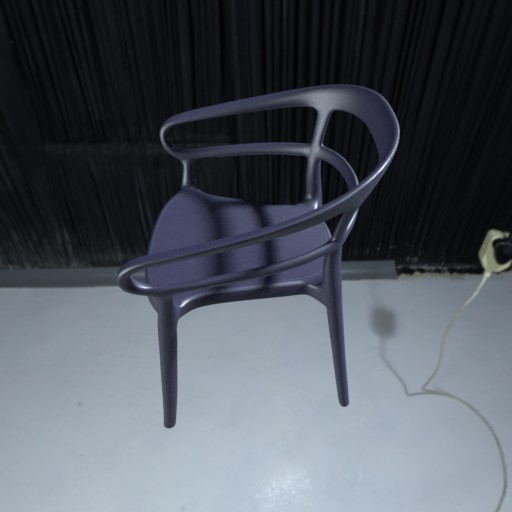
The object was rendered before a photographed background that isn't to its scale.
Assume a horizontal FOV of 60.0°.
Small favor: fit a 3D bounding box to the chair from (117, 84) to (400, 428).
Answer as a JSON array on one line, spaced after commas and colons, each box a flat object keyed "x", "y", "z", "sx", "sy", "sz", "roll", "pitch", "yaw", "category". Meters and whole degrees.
[{"x": 0.000, "y": 0.000, "z": 1.108, "sx": 0.527, "sy": 0.761, "sz": 0.559, "roll": -1, "pitch": 43, "yaw": -1, "category": "chair"}]
